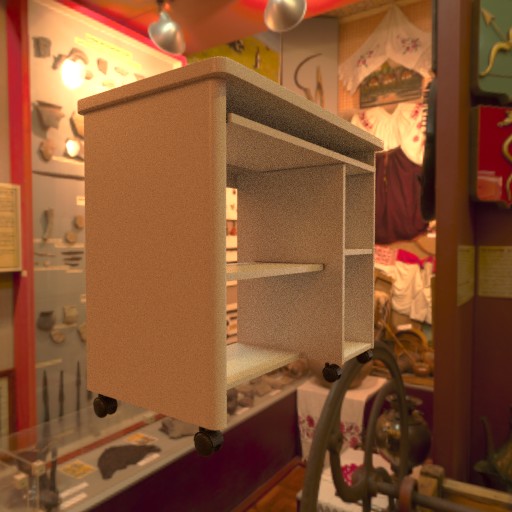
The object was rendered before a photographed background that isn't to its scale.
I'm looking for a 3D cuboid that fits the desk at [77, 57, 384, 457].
[{"bbox_3d":[0.000,0.000,1.305,0.475,0.763,0.877,1,2,35],"label":"desk"}]
